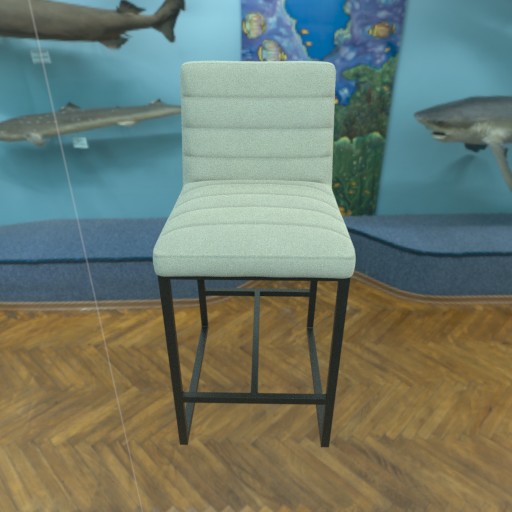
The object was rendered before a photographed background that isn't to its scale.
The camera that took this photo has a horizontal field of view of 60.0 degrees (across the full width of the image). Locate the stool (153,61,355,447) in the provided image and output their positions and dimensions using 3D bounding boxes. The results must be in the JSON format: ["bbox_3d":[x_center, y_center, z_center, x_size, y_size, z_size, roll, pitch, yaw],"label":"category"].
[{"bbox_3d":[0.000,0.000,1.269,0.459,0.971,0.567,1,30,1],"label":"stool"}]
